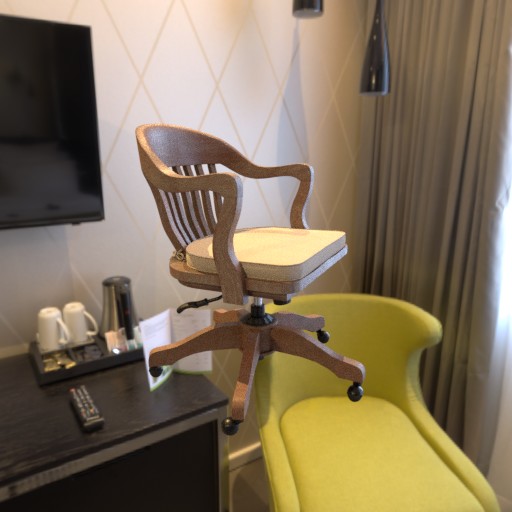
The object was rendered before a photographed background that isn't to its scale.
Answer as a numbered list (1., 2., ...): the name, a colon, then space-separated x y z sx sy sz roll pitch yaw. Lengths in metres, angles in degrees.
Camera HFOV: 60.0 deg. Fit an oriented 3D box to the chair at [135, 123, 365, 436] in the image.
1. chair: 0.000 0.000 1.510 0.788 0.878 0.750 7 16 26
